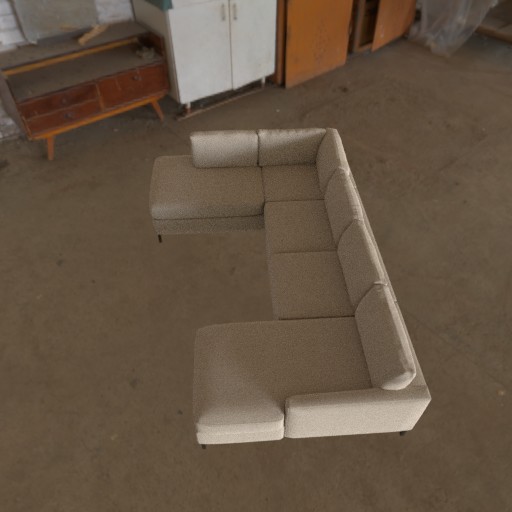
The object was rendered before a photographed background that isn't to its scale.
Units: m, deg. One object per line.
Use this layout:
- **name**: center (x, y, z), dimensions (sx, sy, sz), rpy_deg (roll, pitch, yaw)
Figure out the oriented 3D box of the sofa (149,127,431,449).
- **sofa**: center (0.000, 0.000, 3.814), dimensions (1.989, 0.862, 2.984), rpy_deg (-3, 47, -3)
